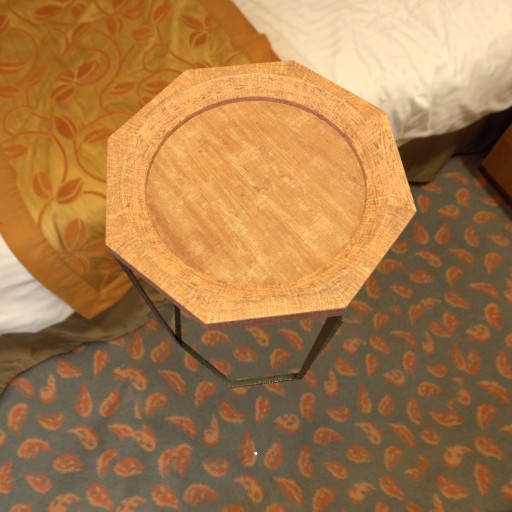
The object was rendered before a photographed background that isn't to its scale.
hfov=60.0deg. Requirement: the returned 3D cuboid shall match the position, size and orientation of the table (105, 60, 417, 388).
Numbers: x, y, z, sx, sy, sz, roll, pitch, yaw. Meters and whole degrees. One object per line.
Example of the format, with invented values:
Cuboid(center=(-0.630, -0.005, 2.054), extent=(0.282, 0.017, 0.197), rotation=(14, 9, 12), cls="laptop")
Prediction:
Cuboid(center=(0.000, 0.000, 0.856), extent=(0.437, 0.553, 0.437), rotation=(14, 67, 6), cls="table")
